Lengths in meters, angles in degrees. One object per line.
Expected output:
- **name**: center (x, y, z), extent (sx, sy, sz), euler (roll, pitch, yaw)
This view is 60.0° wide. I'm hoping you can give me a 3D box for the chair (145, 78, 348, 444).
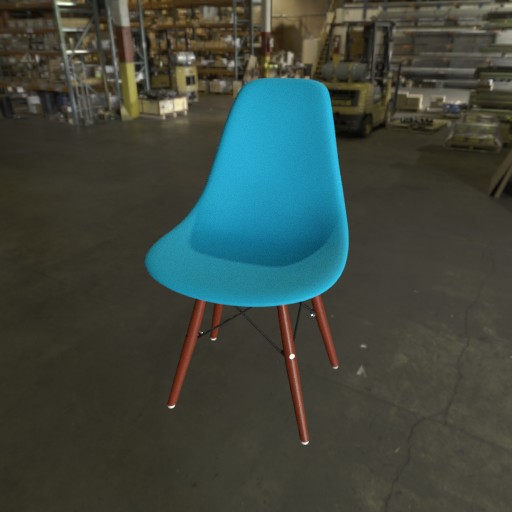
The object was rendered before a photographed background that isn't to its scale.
- **chair**: center (0.000, 0.000, 1.150), extent (0.470, 0.826, 0.533), euler (8, 27, 17)
